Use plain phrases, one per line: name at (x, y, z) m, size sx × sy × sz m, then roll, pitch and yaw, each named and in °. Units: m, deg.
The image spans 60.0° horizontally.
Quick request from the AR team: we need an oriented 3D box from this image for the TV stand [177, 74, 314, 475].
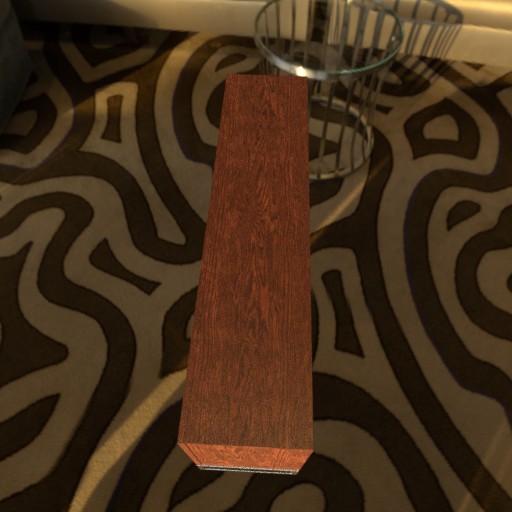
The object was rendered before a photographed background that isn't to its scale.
TV stand at (0.000, 0.000, 1.815) m, size 0.382 × 0.578 × 1.541 m, roll 2°, pitch 58°, yaw 2°
